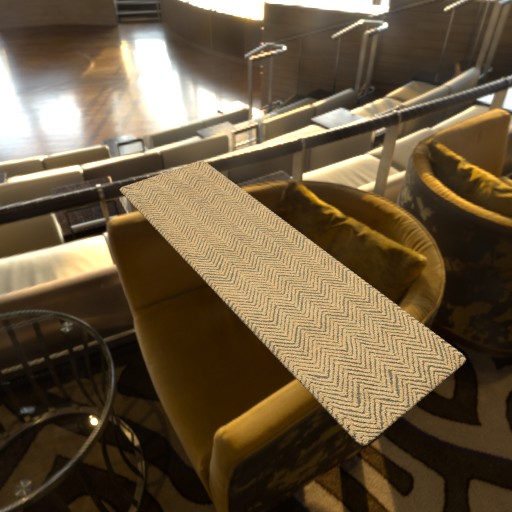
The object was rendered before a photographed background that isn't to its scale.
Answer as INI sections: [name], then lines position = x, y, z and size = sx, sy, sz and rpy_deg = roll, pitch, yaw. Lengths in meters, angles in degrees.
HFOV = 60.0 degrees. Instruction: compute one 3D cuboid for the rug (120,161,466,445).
[rug]
position = 0.000, 0.000, 2.534
size = 0.686, 0.008, 2.286
rpy_deg = -26, 47, -27
